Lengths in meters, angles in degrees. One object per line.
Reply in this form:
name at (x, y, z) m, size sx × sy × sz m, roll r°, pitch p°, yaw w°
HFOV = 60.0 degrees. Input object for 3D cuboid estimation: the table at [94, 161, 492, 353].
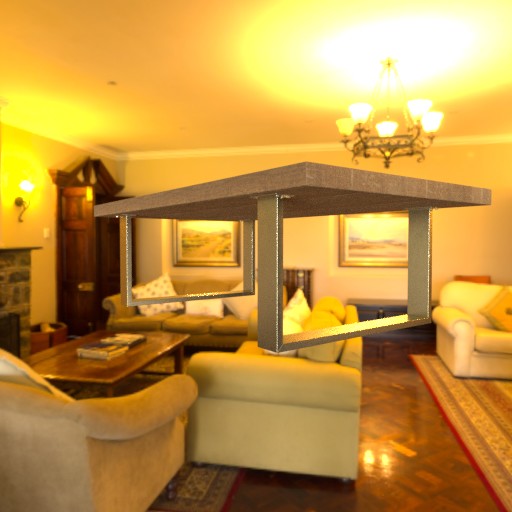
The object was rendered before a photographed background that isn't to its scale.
table at (0.000, 0.000, 1.717) m, size 0.800 × 0.440 × 1.400 m, roll -1°, pitch 2°, yaw -37°
